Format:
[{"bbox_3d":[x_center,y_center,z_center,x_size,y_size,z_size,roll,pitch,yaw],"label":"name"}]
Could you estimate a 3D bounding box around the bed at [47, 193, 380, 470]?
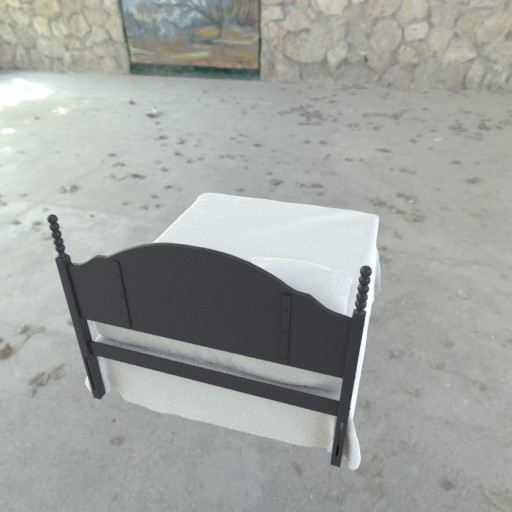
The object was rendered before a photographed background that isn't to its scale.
[{"bbox_3d":[0.000,0.000,3.230,1.873,1.356,2.040,10,33,15],"label":"bed"}]
